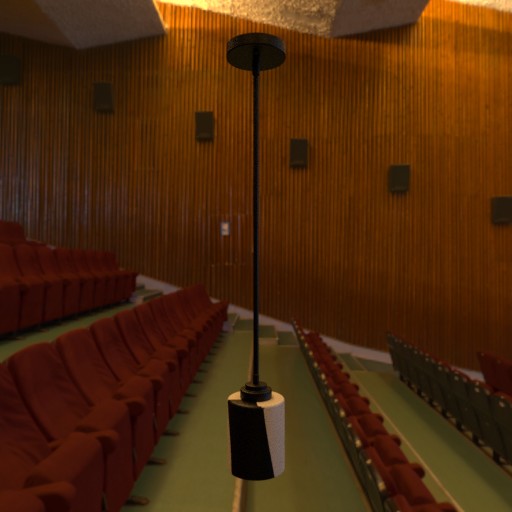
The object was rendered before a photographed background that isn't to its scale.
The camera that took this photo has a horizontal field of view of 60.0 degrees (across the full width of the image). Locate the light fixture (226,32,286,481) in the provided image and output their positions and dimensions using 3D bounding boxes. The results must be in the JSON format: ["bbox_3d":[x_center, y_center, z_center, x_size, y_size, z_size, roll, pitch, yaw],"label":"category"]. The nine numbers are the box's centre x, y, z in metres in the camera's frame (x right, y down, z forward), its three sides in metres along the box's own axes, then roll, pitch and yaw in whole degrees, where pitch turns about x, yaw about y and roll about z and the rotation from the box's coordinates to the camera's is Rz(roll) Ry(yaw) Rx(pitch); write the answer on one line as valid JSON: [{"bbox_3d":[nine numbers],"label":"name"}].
[{"bbox_3d":[0.000,0.000,0.913,0.123,0.863,0.123,0,-1,0],"label":"light fixture"}]
